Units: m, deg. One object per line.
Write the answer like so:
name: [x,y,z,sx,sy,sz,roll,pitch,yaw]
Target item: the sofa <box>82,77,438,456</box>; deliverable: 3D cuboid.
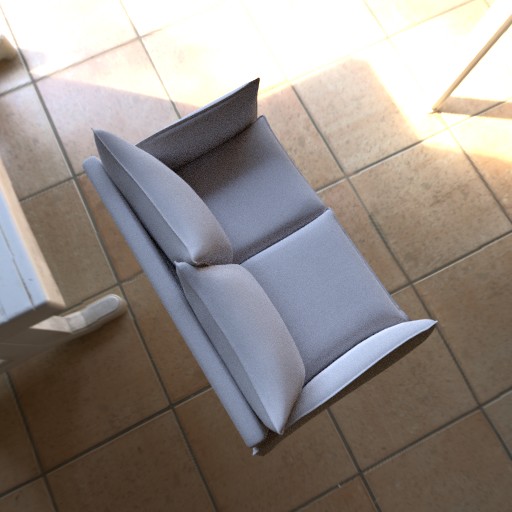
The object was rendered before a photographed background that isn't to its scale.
sofa: [0.000,0.000,1.859,0.820,0.840,1.300,-32,79,-7]
